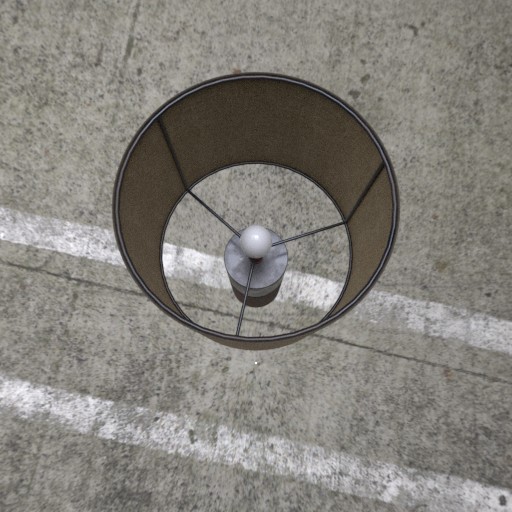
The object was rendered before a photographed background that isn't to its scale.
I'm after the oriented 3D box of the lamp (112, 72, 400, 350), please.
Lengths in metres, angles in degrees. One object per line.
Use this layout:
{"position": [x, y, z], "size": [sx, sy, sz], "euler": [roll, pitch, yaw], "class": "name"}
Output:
{"position": [0.000, 0.000, 0.481], "size": [0.202, 0.350, 0.202], "euler": [0, 76, 0], "class": "lamp"}
